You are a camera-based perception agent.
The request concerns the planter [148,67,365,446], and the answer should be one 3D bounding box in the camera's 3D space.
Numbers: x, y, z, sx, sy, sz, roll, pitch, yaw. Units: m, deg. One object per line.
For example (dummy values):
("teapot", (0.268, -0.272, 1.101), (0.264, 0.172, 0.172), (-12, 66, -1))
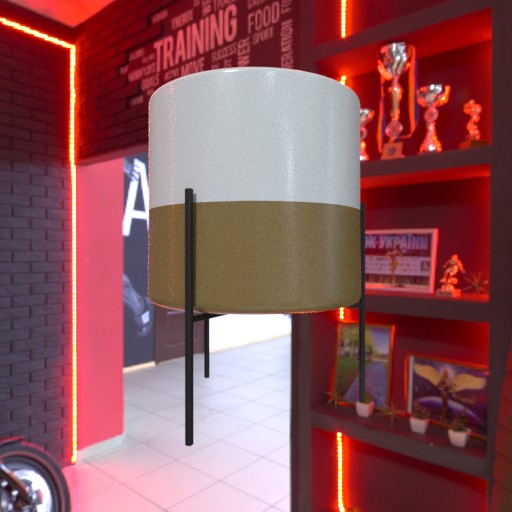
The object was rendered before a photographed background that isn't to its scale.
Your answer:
("planter", (0.000, 0.000, 0.653), (0.310, 0.432, 0.310), (0, 0, -17))
